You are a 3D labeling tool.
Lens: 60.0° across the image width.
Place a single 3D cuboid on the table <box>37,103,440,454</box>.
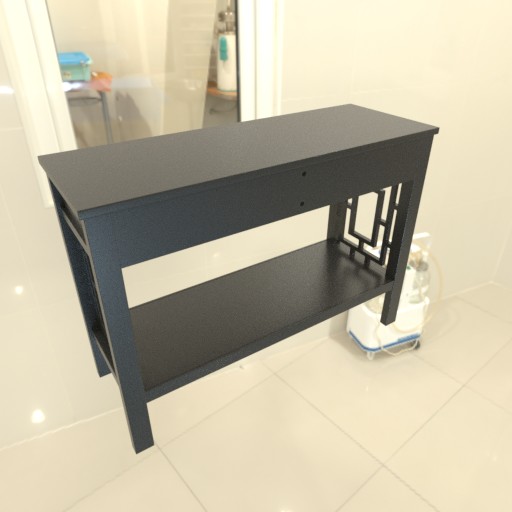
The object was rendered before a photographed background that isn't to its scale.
[{"bbox_3d":[0.000,0.000,1.424,1.068,0.753,0.397,-19,36,-28],"label":"table"}]
